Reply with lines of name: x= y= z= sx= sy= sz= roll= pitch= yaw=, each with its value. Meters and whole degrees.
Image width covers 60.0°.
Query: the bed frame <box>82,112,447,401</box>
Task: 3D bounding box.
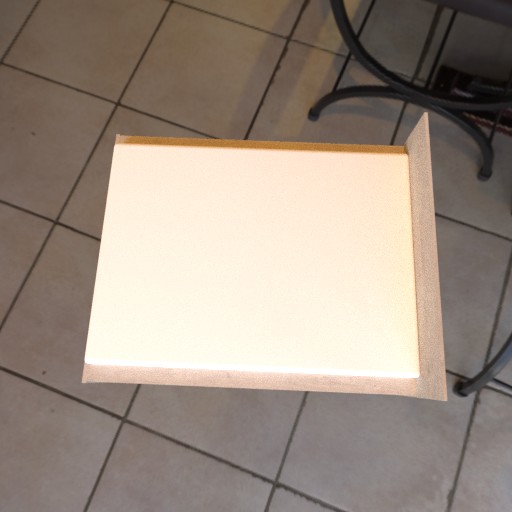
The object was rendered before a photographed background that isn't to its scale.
bed frame: x=0.000 y=0.000 z=2.798 sx=1.960 sy=0.800 sz=1.622 roll=2 pitch=75 yaw=1
